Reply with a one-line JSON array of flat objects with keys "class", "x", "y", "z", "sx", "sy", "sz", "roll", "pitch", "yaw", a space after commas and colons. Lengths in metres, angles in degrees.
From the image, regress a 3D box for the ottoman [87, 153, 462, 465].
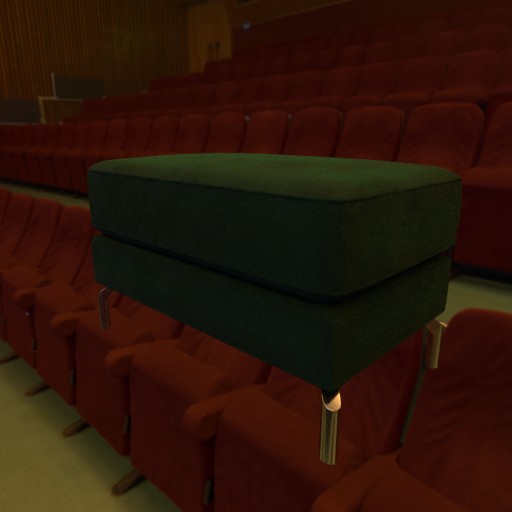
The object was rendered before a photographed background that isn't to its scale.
[{"class": "ottoman", "x": 0.000, "y": 0.000, "z": 1.210, "sx": 0.886, "sy": 0.533, "sz": 0.536, "roll": 15, "pitch": 22, "yaw": 42}]
